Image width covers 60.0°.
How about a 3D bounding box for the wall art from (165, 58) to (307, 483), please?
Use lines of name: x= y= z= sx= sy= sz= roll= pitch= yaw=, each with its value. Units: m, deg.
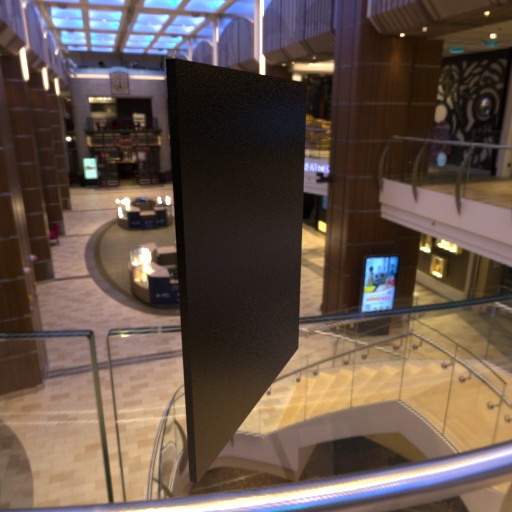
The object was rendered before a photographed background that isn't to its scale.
wall art: x=0.000 y=0.000 z=0.764 sx=0.013 sy=0.582 sz=0.442 roll=8 pitch=20 yaw=24
